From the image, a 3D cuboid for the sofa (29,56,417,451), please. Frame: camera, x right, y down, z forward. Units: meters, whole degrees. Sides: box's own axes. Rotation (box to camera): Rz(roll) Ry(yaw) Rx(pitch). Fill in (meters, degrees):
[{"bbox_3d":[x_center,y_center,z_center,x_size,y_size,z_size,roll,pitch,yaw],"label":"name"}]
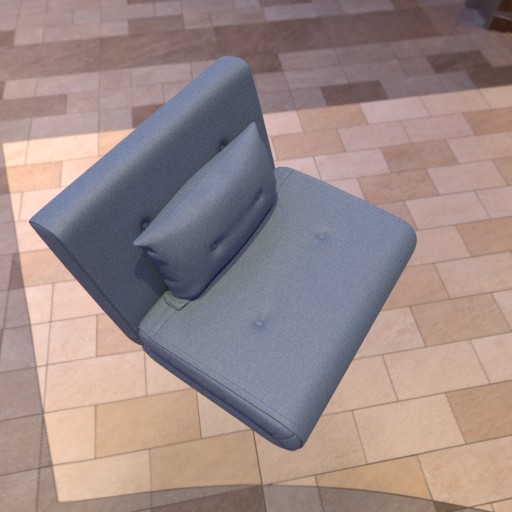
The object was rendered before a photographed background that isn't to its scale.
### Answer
[{"bbox_3d":[0.000,0.000,1.708,0.996,0.860,0.999,29,62,17],"label":"sofa"}]
